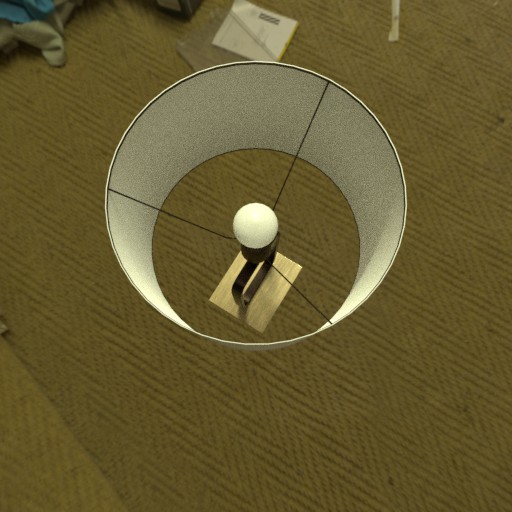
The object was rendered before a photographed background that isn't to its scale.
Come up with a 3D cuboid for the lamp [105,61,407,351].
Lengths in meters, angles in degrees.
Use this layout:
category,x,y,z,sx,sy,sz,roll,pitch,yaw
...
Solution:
category,x,y,z,sx,sy,sz,roll,pitch,yaw
lamp,0.000,0.000,0.657,0.279,0.508,0.279,31,78,7
